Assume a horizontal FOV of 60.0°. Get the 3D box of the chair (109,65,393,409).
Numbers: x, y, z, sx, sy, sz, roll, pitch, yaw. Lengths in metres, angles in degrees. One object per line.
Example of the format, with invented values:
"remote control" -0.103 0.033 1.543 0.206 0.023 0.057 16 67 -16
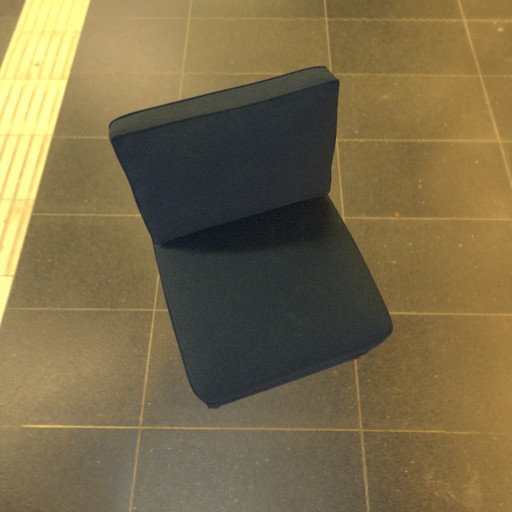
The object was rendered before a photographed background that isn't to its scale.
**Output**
"chair" 0.000 0.000 1.651 0.724 1.052 0.912 -17 65 -8
